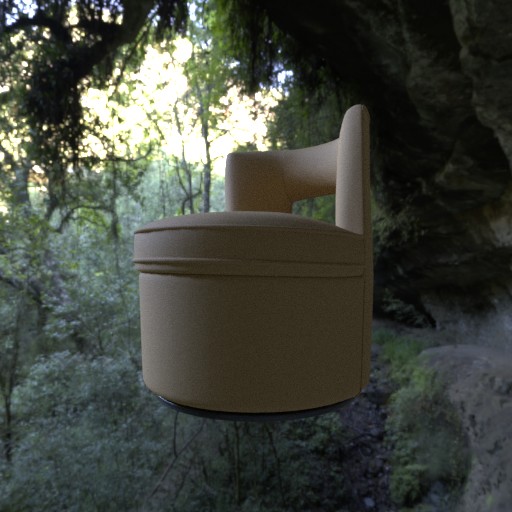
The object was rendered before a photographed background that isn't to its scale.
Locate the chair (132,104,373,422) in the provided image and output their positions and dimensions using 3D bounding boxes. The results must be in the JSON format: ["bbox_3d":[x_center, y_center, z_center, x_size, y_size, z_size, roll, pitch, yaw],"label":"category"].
[{"bbox_3d":[0.000,0.000,1.229,0.665,0.723,0.650,0,-1,-35],"label":"chair"}]
